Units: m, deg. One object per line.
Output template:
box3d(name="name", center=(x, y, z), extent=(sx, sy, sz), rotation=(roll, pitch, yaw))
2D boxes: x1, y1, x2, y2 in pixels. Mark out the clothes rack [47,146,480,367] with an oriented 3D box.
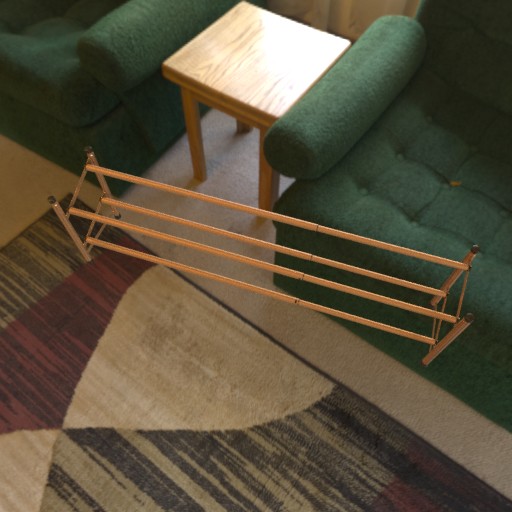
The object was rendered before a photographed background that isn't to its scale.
box3d(name="clothes rack", center=(0.000, 0.000, 1.348), extent=(1.168, 0.349, 0.229), rotation=(16, 60, 10))
